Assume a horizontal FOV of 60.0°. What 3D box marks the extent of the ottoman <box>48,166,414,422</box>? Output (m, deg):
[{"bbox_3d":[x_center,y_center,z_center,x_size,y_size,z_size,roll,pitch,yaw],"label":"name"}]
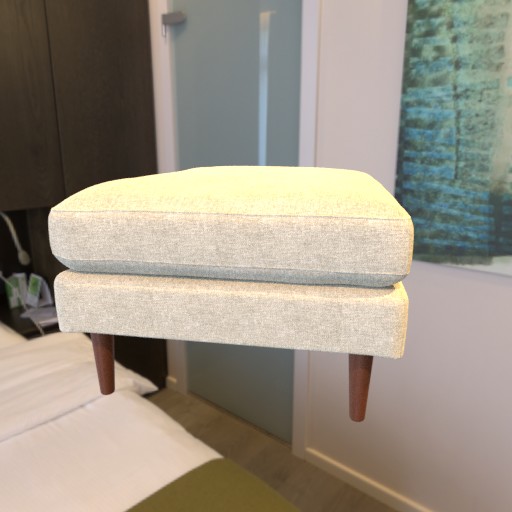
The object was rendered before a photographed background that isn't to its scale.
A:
[{"bbox_3d":[0.000,0.000,1.217,0.693,0.474,0.821,3,15,10],"label":"ottoman"}]
